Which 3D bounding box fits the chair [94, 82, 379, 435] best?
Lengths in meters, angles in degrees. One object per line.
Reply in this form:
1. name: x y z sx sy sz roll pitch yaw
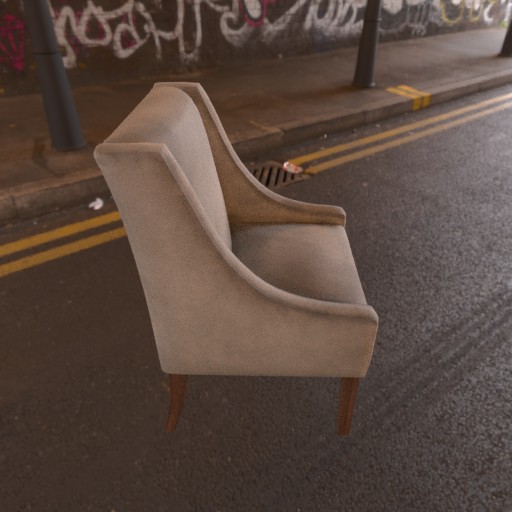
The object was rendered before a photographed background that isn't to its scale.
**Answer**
1. chair: 0.000 0.000 1.344 0.629 0.895 0.629 1 33 1
